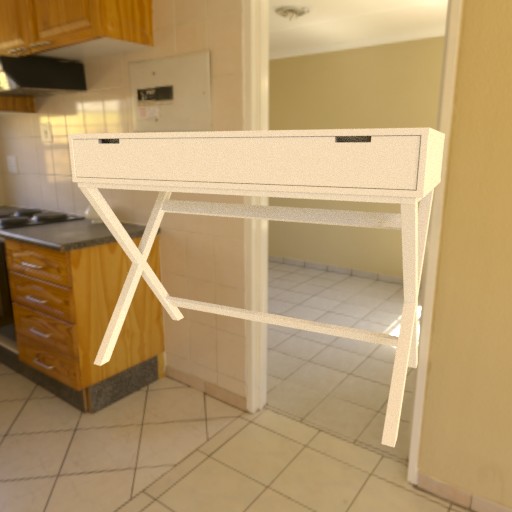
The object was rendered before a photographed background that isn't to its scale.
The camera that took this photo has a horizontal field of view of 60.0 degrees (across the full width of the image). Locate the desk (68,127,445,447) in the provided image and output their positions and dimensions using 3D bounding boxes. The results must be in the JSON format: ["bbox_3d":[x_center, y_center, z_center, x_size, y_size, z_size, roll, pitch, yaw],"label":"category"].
[{"bbox_3d":[0.000,0.000,1.469,1.059,0.780,0.509,7,15,25],"label":"desk"}]
